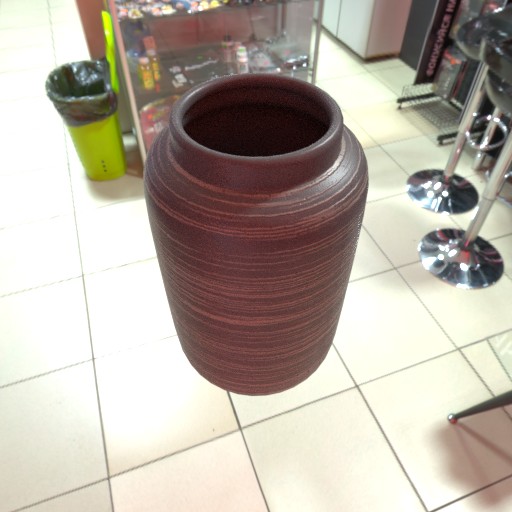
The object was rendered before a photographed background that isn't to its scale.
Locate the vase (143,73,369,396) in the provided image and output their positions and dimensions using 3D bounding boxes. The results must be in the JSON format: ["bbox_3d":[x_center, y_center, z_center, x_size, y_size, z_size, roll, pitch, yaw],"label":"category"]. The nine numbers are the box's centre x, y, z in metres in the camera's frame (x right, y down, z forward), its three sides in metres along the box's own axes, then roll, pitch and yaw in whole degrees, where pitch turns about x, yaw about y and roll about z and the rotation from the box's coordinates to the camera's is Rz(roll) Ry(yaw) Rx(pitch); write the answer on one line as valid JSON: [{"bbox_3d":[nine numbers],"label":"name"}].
[{"bbox_3d":[0.000,0.000,0.698,0.297,0.499,0.297,0,47,0],"label":"vase"}]
